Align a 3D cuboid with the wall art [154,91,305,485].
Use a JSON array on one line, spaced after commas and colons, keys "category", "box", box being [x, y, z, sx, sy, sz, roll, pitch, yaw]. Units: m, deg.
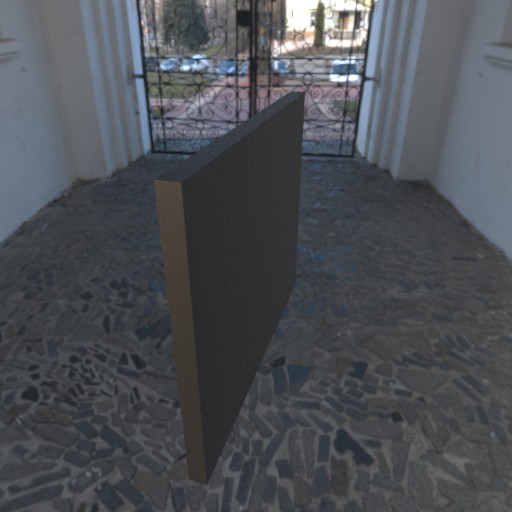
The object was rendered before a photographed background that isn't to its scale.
[{"category": "wall art", "box": [0.000, 0.000, 0.765, 0.029, 0.457, 0.558, 9, 30, 15]}]
